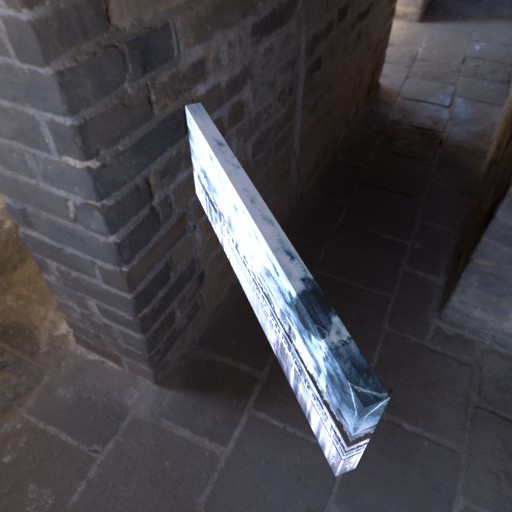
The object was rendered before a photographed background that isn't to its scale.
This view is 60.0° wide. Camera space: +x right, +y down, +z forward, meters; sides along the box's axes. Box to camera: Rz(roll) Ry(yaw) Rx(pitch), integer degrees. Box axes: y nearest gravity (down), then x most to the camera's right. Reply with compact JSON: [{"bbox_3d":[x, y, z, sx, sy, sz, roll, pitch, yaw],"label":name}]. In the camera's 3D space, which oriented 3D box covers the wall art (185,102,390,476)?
[{"bbox_3d":[0.000,0.000,0.851,0.037,0.251,0.759,-16,49,-15],"label":"wall art"}]
